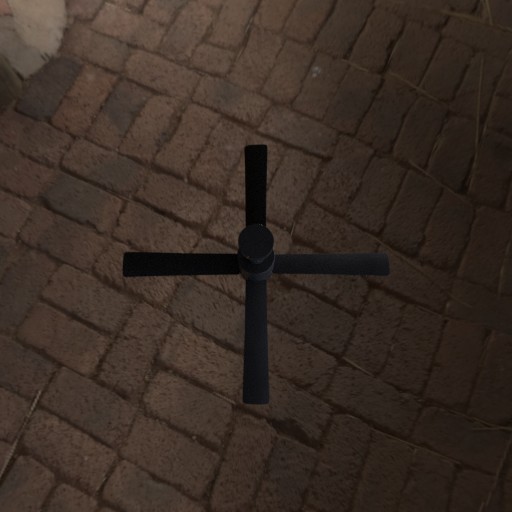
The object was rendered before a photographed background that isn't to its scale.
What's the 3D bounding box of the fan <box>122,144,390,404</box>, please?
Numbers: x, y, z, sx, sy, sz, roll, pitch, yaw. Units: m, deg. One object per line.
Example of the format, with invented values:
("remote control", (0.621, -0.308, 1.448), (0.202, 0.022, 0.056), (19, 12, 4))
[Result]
("fan", (0.000, 0.000, 2.367), (1.525, 0.534, 1.525), (1, 75, 0))
